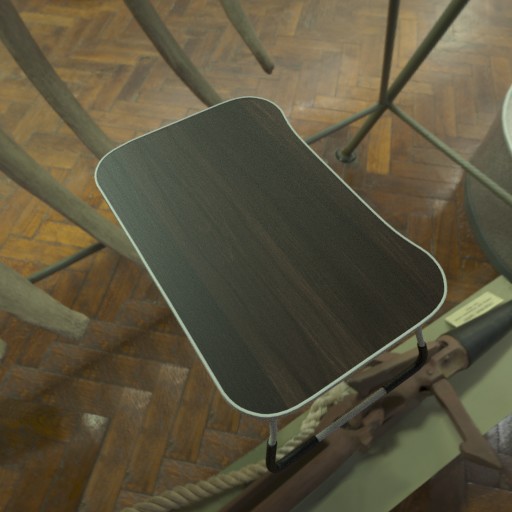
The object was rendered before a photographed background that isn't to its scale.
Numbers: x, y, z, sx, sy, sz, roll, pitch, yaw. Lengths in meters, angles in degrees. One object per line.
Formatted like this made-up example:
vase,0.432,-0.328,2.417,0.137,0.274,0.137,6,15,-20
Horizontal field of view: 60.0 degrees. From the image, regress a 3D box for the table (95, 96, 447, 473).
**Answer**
table,0.000,0.000,0.859,0.400,0.232,0.660,-29,62,-17
